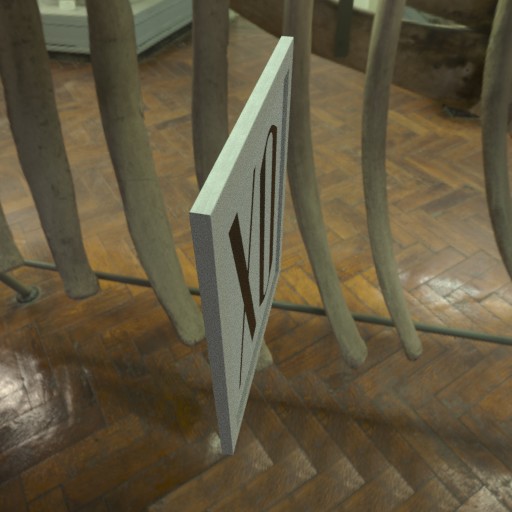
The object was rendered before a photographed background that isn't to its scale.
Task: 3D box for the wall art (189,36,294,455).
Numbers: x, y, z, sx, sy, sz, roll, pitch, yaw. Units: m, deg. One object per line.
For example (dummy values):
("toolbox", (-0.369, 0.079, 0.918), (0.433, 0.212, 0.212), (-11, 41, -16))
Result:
("wall art", (0.000, 0.000, 0.729), (0.020, 0.536, 0.444), (9, 46, 9))
